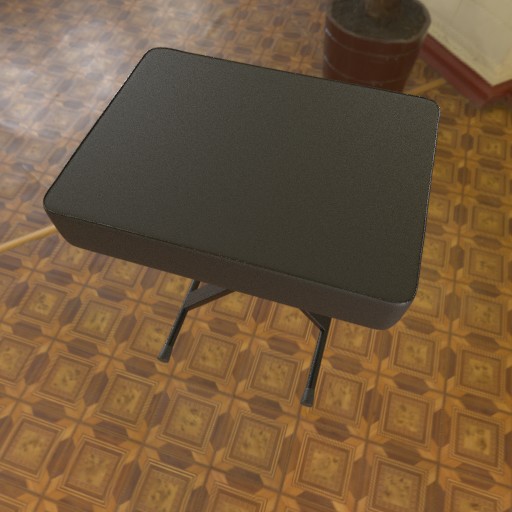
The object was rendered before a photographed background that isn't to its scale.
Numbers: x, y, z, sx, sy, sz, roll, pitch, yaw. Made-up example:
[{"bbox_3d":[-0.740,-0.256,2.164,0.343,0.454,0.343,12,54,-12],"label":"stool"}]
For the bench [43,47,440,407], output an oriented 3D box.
[{"bbox_3d":[0.000,0.000,0.757,0.424,0.500,0.321,15,60,9],"label":"bench"}]
